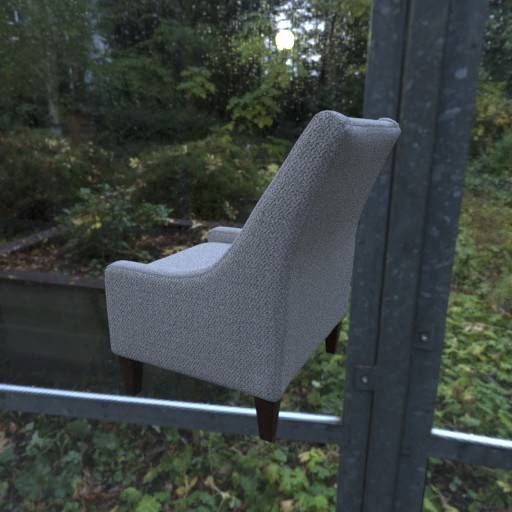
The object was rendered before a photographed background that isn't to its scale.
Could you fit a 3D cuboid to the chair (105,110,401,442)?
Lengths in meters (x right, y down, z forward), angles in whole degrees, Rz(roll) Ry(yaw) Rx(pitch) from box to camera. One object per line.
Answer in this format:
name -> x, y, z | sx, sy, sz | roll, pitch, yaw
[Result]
chair -> 0.000, 0.000, 1.692 | 0.870, 1.014, 0.774 | 8, 18, 26
